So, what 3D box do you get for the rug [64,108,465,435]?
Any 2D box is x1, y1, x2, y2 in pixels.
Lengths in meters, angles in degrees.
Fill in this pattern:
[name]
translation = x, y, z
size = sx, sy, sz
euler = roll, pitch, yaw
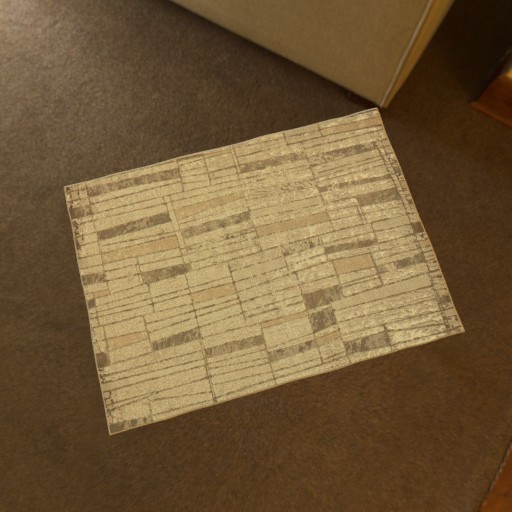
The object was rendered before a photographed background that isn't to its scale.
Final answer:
[rug]
translation = 0.000, 0.000, 4.295
size = 3.357, 0.019, 2.449
euler = -15, 76, -4
